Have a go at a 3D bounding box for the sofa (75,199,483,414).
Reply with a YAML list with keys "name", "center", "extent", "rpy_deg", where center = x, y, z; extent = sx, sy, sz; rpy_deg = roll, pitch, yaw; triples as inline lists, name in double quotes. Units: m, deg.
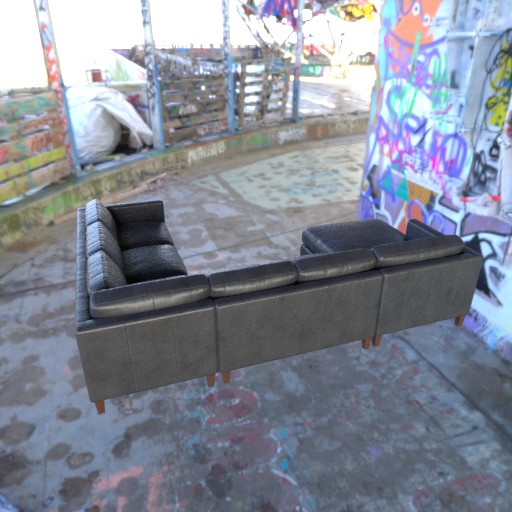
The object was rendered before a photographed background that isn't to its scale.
- name: "sofa"
  center: [0.000, 0.000, 4.484]
  extent: [3.324, 0.891, 2.452]
  rpy_deg: [-9, 28, -18]
